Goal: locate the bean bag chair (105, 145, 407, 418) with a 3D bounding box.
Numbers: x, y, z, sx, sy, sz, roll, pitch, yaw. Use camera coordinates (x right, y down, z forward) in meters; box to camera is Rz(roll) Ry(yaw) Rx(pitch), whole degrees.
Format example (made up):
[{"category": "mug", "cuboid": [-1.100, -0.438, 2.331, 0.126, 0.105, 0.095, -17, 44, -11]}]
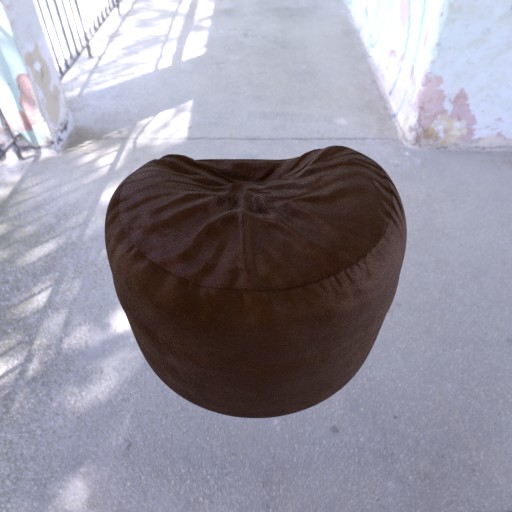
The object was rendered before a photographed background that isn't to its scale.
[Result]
[{"category": "bean bag chair", "cuboid": [0.000, 0.000, 1.479, 0.918, 0.616, 0.918, 0, 46, 0]}]
